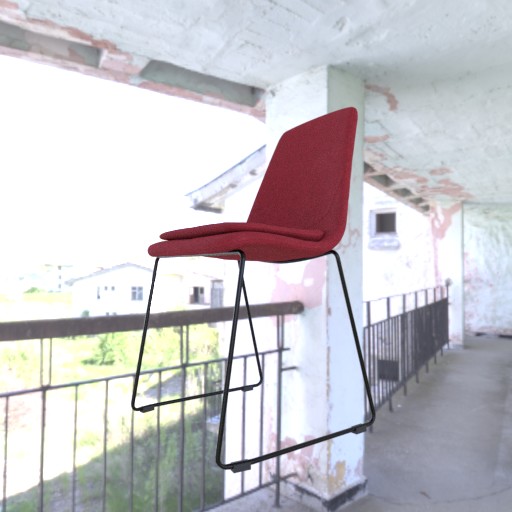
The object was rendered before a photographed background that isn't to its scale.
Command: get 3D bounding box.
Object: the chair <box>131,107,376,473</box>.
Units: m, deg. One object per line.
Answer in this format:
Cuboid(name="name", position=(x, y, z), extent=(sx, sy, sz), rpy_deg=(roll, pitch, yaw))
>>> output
Cuboid(name="chair", position=(0.000, 0.000, 1.188), extent=(0.518, 0.858, 0.479), rpy_deg=(1, -2, -37))
